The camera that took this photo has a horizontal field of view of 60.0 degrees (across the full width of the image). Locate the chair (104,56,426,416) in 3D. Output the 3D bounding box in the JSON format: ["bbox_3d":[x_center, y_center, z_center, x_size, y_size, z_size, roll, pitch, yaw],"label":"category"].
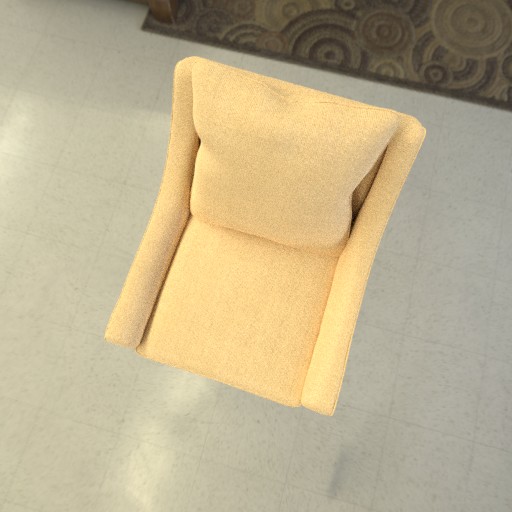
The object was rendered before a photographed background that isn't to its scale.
[{"bbox_3d":[0.000,0.000,1.519,0.760,0.927,0.876,17,76,4],"label":"chair"}]
